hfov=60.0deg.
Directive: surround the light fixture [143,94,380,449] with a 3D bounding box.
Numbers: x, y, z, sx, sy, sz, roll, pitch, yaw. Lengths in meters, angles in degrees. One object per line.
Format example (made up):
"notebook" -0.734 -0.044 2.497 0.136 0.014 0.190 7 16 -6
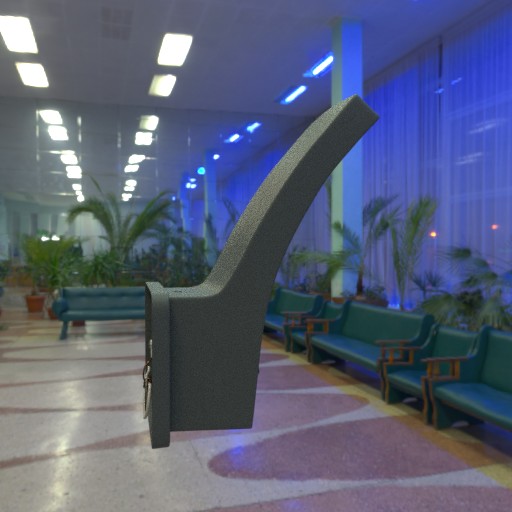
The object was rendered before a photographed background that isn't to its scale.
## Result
"light fixture" 0.000 0.000 0.347 0.174 0.243 0.108 0 1 -16
